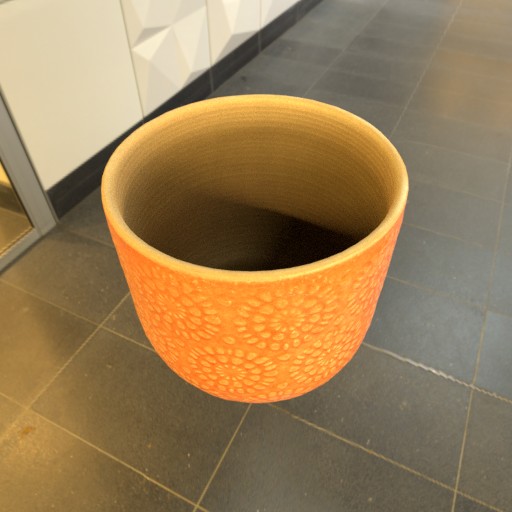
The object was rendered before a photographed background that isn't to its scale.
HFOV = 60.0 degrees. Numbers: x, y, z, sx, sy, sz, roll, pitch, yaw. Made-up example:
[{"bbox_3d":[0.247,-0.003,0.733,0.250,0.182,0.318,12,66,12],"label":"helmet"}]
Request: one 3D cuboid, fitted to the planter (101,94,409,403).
[{"bbox_3d":[0.000,0.000,0.292,0.170,0.152,0.170,0,46,0],"label":"planter"}]
